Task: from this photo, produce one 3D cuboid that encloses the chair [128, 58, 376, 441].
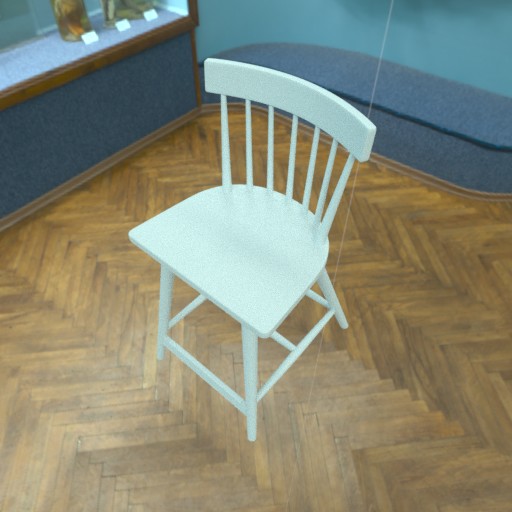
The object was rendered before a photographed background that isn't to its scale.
[{"bbox_3d":[0.000,0.000,1.287,0.483,0.952,0.572,33,56,26],"label":"chair"}]
